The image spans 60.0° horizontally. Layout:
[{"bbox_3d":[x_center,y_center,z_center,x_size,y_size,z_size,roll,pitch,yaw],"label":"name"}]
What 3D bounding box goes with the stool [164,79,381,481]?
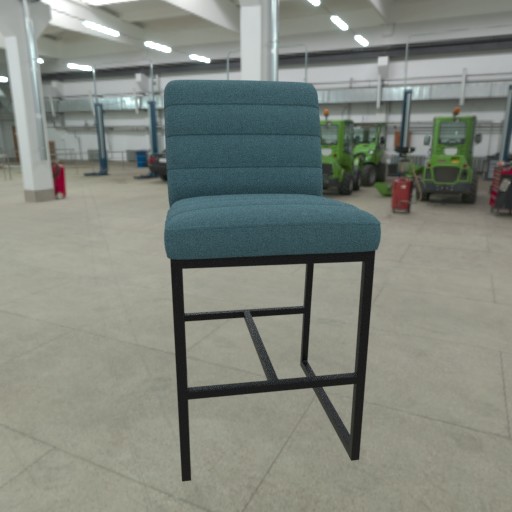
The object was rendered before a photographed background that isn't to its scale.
[{"bbox_3d":[0.000,0.000,1.193,0.460,0.940,0.560,-2,15,-9],"label":"stool"}]
